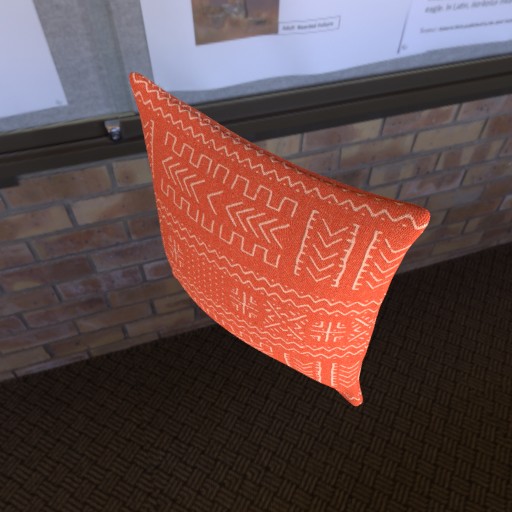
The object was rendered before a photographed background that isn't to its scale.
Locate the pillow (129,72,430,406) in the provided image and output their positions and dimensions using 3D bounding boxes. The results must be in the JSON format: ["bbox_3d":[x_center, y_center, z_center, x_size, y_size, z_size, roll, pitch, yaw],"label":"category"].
[{"bbox_3d":[0.000,0.000,0.656,0.438,0.429,0.164,32,55,25],"label":"pillow"}]
